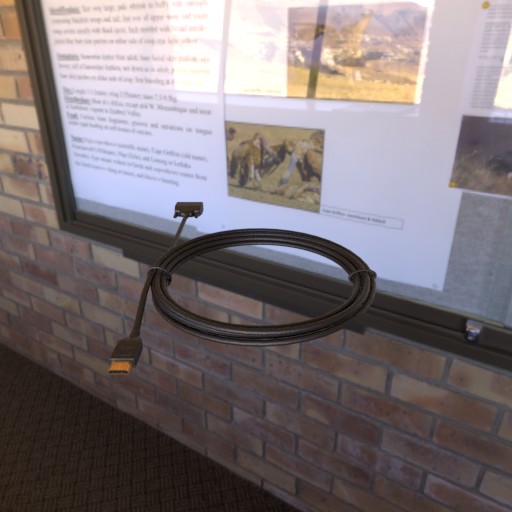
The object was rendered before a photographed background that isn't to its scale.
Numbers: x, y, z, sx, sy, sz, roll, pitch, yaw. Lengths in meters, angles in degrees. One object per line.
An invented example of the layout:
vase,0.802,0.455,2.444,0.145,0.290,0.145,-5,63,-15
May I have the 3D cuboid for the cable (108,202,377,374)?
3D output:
cable,0.000,0.000,0.525,0.257,0.030,0.422,0,25,0
